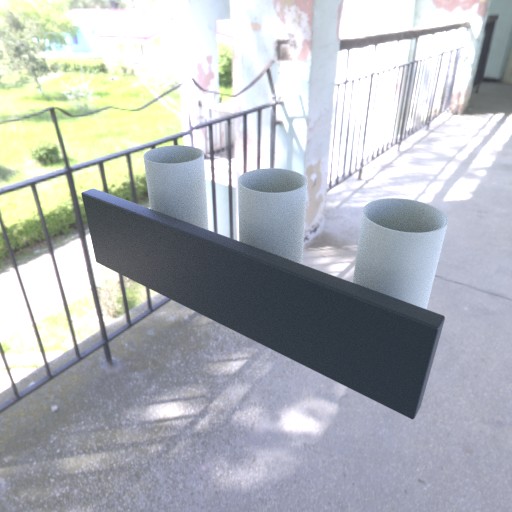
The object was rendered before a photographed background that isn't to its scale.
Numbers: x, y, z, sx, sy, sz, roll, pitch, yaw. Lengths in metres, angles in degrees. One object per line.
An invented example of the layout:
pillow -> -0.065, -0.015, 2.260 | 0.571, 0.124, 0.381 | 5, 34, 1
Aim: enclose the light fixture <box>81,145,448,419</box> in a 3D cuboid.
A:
light fixture -> 0.000, 0.000, 0.528 | 0.451, 0.172, 0.145 | 21, 36, 31
